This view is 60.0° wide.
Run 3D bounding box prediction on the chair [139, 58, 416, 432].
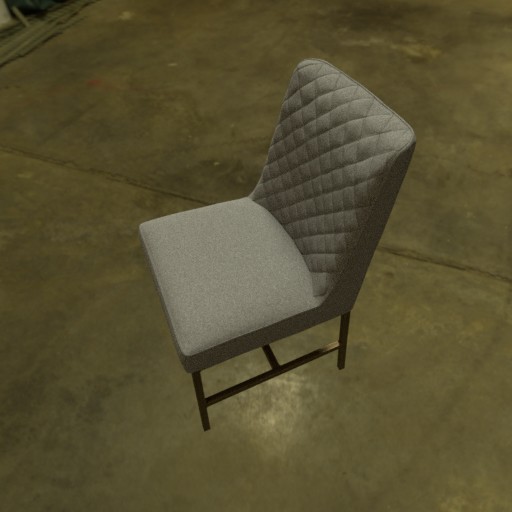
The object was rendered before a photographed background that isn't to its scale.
[{"bbox_3d":[0.000,0.000,1.270,0.587,0.889,0.508,-17,49,-15],"label":"chair"}]
